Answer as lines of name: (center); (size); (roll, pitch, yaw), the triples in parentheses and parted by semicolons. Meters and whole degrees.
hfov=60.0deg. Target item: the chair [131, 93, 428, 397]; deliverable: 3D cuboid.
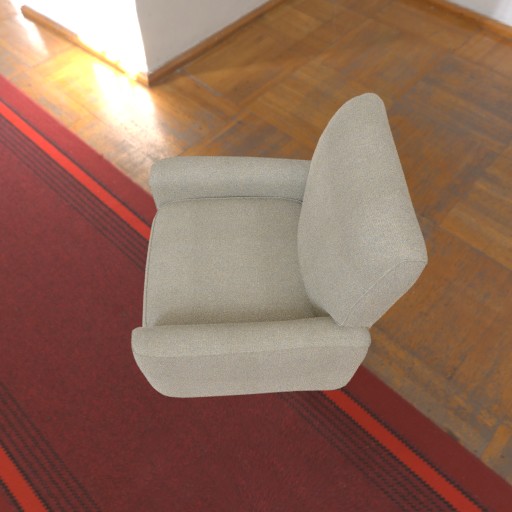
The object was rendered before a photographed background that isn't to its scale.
chair: (0.000, 0.000, 1.642); (0.853, 1.006, 0.850); (-2, 58, -1)
